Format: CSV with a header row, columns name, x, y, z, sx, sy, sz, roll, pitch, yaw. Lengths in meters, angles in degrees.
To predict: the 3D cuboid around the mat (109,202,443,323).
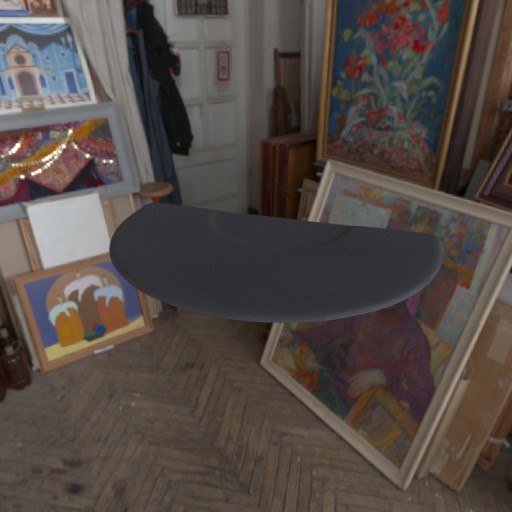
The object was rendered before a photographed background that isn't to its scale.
name,x,y,z,sx,sy,sz,roll,pitch,yaw
mat,0.000,0.000,1.882,1.525,0.022,0.917,8,28,15
